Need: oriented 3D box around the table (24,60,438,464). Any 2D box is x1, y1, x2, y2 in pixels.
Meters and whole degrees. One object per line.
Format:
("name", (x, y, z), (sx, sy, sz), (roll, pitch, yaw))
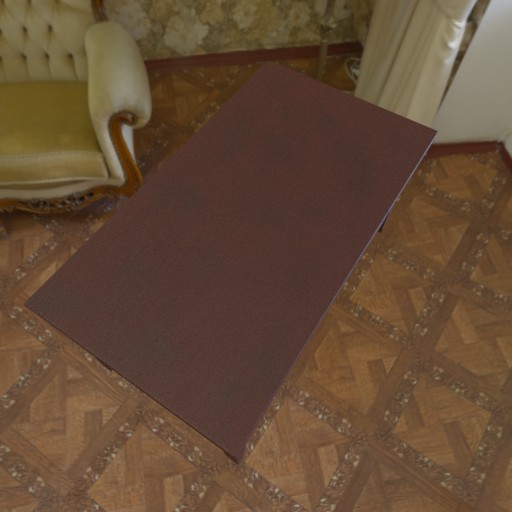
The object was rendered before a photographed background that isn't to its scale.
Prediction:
("table", (0.000, 0.000, 1.236), (0.533, 0.456, 0.943), (30, 64, 16))
